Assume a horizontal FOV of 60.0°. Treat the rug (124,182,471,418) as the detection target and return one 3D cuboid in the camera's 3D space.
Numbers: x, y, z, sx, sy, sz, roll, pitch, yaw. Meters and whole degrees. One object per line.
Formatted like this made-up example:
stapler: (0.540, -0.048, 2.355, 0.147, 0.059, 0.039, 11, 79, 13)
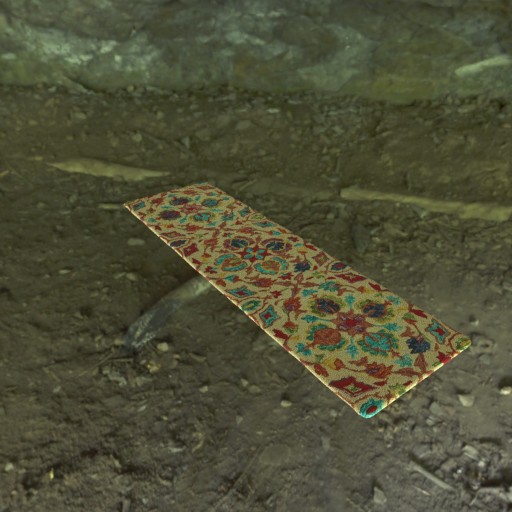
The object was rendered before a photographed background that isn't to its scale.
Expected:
rug: (0.000, 0.000, 2.534, 0.693, 0.016, 2.273, -21, 37, -30)
